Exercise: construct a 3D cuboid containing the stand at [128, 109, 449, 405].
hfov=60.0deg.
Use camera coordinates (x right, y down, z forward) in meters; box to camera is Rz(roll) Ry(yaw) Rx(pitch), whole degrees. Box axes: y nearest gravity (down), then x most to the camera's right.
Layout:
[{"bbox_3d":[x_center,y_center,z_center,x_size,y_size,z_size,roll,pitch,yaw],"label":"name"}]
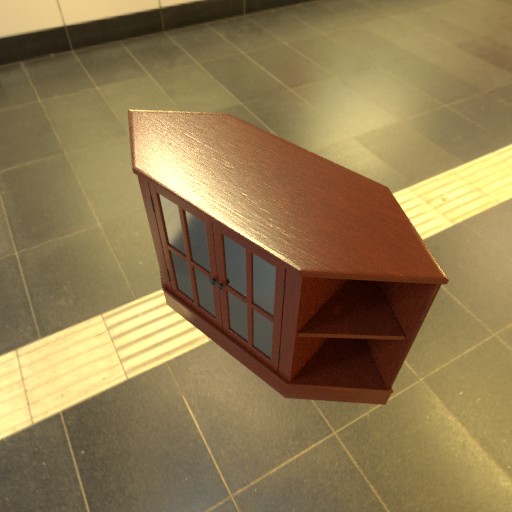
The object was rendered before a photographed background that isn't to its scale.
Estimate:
[{"bbox_3d":[0.000,0.000,1.392,1.072,0.614,0.381,32,55,26],"label":"stand"}]
